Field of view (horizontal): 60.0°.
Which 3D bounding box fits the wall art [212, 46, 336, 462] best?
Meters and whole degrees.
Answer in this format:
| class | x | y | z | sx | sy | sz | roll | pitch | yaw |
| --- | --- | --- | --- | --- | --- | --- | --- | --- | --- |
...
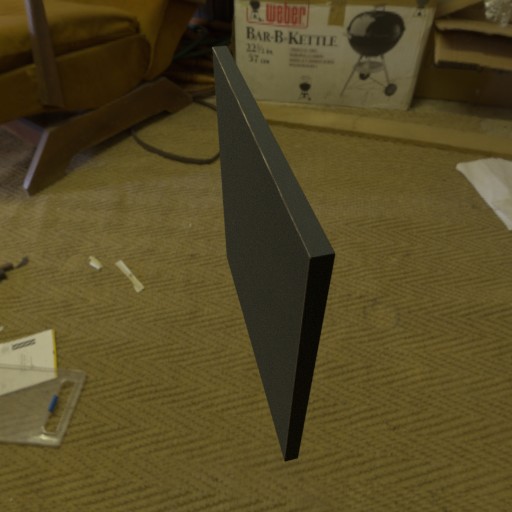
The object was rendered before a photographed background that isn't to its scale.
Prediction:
| class | x | y | z | sx | sy | sz | roll | pitch | yaw |
| --- | --- | --- | --- | --- | --- | --- | --- | --- | --- |
| wall art | 0.000 | 0.000 | 0.453 | 0.015 | 0.303 | 0.304 | -10 | 47 | -10 |
